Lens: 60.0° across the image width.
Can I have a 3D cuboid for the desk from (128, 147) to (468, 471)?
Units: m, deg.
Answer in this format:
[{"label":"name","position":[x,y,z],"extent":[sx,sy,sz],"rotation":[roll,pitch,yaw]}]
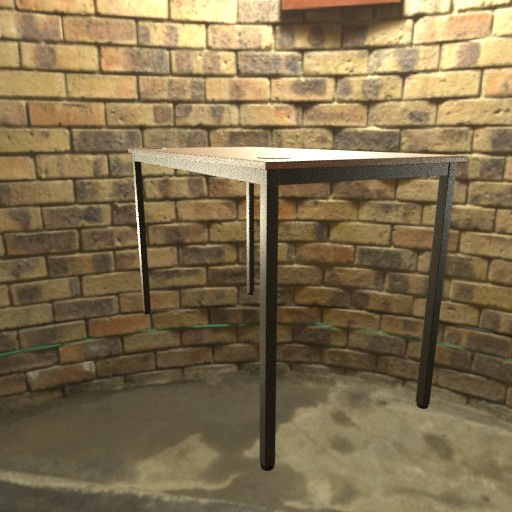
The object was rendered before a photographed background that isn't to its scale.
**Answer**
[{"label":"desk","position":[0.000,0.000,1.617],"extent":[0.600,0.749,1.200],"rotation":[-8,17,-27]}]
